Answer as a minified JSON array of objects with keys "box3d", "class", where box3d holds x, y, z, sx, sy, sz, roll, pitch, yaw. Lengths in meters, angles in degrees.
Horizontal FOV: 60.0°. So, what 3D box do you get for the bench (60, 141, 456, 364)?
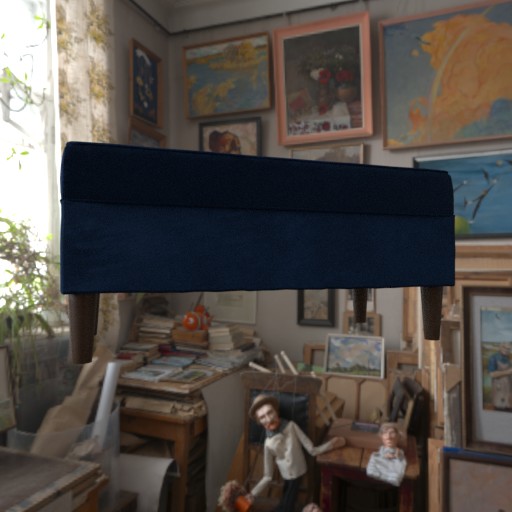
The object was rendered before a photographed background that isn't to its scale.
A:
[{"box3d":[0.000,0.000,1.279,1.010,0.467,0.489,0,-1,-18],"class":"bench"}]
